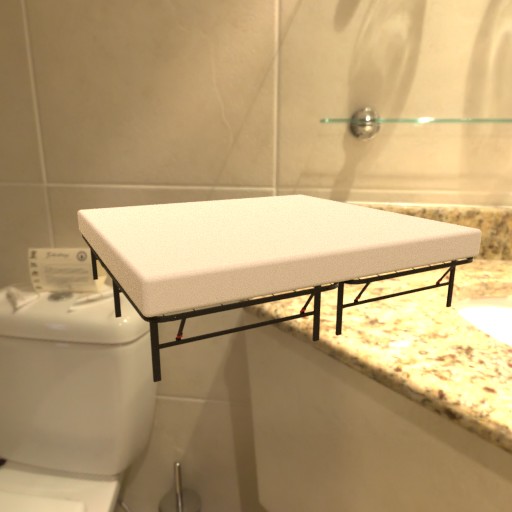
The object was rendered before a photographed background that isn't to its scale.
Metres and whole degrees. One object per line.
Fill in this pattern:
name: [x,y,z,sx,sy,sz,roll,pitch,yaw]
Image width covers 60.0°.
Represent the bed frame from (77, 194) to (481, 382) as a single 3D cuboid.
bed frame: [0.000,0.000,3.050,2.033,0.525,1.935,-8,17,-27]
